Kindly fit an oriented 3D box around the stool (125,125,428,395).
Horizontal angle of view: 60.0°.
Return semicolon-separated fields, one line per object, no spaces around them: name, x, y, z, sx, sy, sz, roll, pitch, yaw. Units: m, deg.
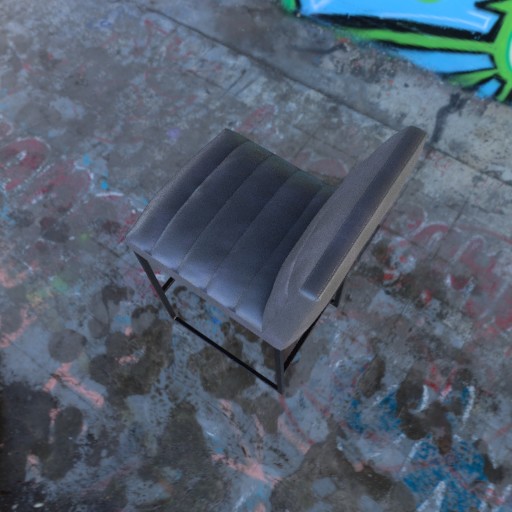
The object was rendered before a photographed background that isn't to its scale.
stool;0.000;0.000;1.342;0.562;1.065;0.463;32;69;14
